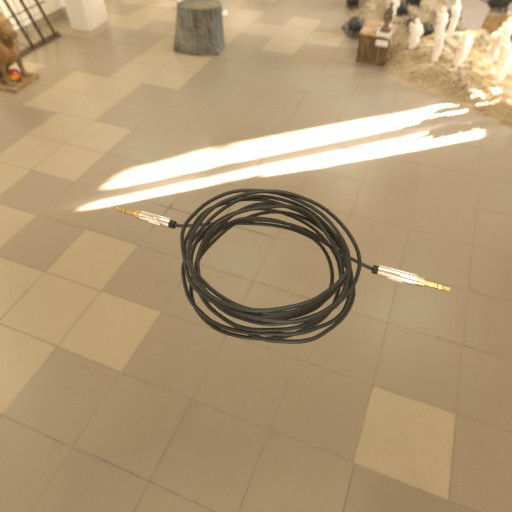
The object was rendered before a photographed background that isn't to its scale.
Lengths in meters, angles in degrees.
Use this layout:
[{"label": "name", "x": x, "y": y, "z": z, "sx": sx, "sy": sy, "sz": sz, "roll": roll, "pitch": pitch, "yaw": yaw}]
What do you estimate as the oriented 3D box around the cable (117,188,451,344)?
[{"label": "cable", "x": 0.000, "y": 0.000, "z": 0.503, "sx": 0.432, "sy": 0.069, "sz": 0.198, "roll": 16, "pitch": 48, "yaw": 14}]
